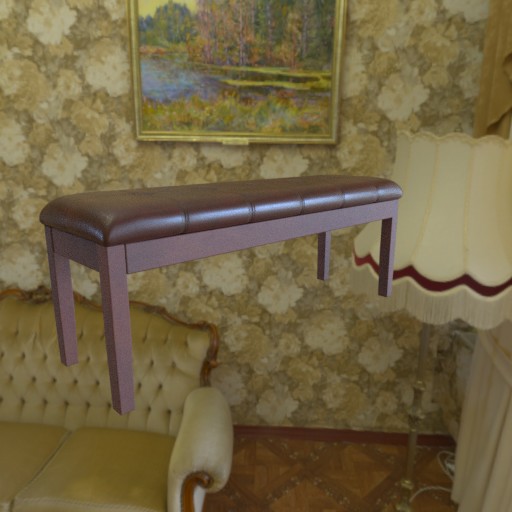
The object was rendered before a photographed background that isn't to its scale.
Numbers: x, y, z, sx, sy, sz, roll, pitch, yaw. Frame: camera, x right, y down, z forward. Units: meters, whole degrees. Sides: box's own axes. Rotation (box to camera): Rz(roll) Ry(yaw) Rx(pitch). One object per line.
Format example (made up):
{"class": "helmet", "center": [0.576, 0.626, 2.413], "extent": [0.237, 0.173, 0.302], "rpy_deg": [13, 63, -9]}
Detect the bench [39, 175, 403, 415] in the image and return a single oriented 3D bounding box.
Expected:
{"class": "bench", "center": [0.000, 0.000, 1.516], "extent": [1.259, 0.491, 0.401], "rpy_deg": [-13, 19, -42]}
